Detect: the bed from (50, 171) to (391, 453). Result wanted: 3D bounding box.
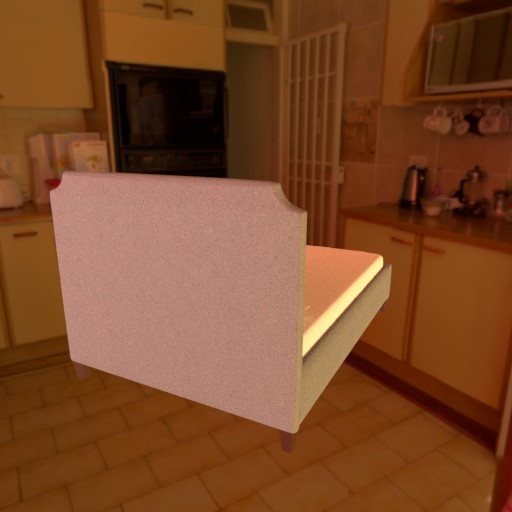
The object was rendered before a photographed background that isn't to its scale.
[{"bbox_3d":[0.000,0.000,3.516,1.712,1.443,2.372,8,17,27],"label":"bed"}]
